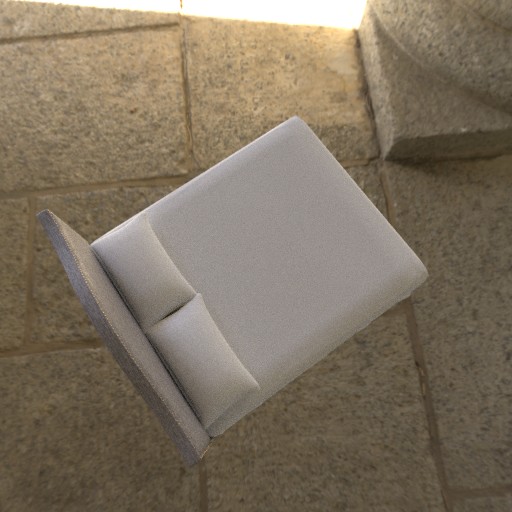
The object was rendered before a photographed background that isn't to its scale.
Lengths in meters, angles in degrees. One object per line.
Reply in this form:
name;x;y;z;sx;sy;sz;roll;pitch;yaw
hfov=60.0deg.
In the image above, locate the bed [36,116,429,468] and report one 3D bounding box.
bed;0.000;0.000;2.867;1.870;1.295;1.610;-34;77;-9
